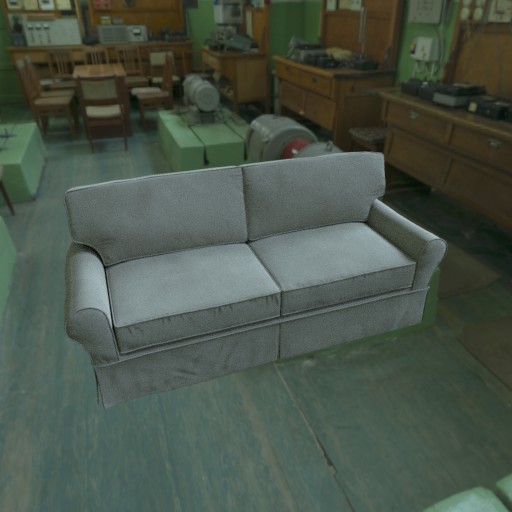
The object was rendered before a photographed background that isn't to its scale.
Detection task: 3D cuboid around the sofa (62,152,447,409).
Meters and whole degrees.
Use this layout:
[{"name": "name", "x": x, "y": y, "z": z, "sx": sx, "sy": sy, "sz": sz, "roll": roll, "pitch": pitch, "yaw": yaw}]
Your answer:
[{"name": "sofa", "x": 0.000, "y": 0.000, "z": 2.790, "sx": 2.246, "sy": 1.014, "sz": 0.900, "roll": -10, "pitch": 32, "yaw": -17}]
